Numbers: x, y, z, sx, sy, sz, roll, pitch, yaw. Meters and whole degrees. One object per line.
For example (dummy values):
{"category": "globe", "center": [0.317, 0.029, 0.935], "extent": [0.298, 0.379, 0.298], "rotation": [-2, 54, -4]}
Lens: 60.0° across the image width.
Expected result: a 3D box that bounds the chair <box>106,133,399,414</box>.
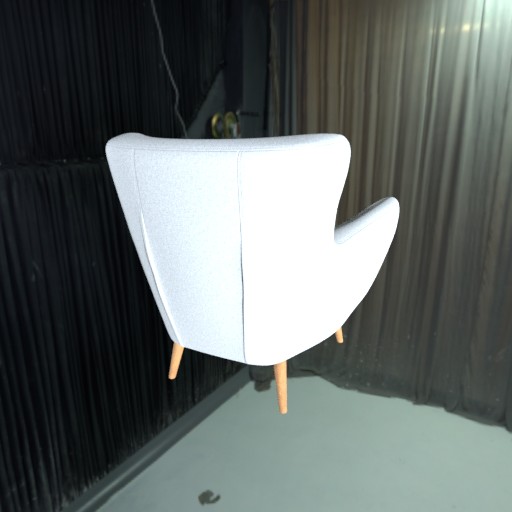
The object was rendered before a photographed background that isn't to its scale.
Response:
{"category": "chair", "center": [0.000, 0.000, 1.660], "extent": [0.890, 0.889, 0.889], "rotation": [8, 18, 26]}
